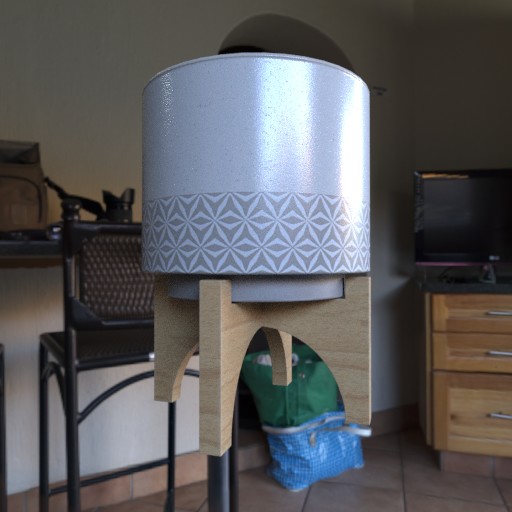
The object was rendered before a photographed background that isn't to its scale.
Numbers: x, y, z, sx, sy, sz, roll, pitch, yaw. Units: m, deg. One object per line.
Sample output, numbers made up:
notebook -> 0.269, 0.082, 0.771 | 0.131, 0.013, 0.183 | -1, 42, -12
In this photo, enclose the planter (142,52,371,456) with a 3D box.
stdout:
planter -> 0.000, 0.000, 0.498 | 0.249, 0.343, 0.249 | 0, -1, 0
